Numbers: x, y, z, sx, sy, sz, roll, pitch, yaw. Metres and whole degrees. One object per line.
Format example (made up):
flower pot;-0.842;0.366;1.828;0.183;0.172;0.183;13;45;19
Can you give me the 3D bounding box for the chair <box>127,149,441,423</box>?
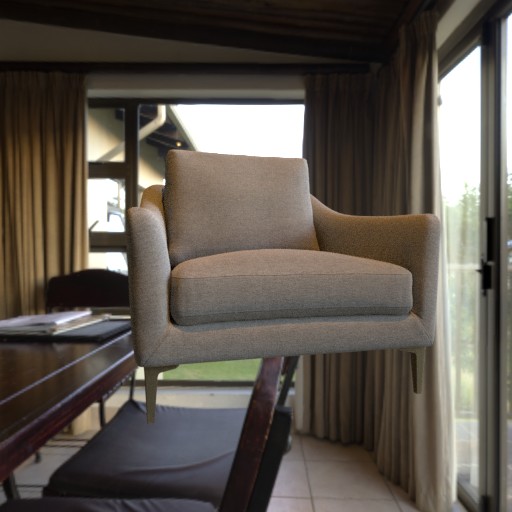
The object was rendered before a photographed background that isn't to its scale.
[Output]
chair;0.000;0.000;1.737;0.986;0.902;0.961;0;0;-17
